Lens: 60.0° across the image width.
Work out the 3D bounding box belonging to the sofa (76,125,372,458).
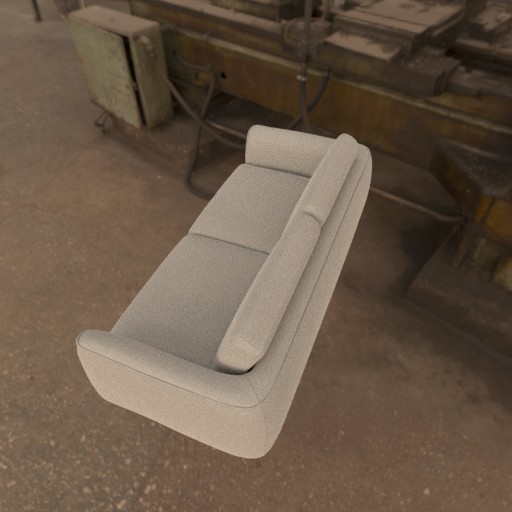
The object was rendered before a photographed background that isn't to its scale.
[{"bbox_3d":[0.000,0.000,2.480,0.920,0.850,2.000,16,47,16],"label":"sofa"}]
